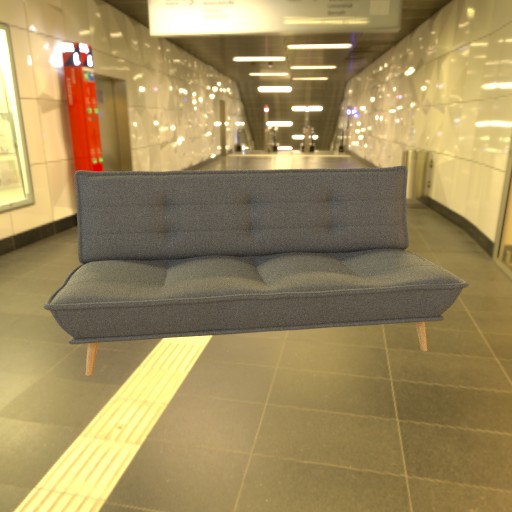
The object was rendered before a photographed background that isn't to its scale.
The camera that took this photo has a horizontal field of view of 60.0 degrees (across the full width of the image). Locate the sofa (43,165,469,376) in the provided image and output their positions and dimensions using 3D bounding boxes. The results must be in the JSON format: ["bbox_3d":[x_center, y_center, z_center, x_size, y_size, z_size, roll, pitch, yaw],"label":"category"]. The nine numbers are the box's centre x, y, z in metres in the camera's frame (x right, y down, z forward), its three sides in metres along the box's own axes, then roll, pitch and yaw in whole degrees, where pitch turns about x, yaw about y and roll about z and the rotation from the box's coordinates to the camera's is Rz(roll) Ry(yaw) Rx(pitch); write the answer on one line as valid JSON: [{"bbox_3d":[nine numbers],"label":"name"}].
[{"bbox_3d":[0.000,0.000,2.410,1.940,0.890,0.950,-2,17,-8],"label":"sofa"}]
